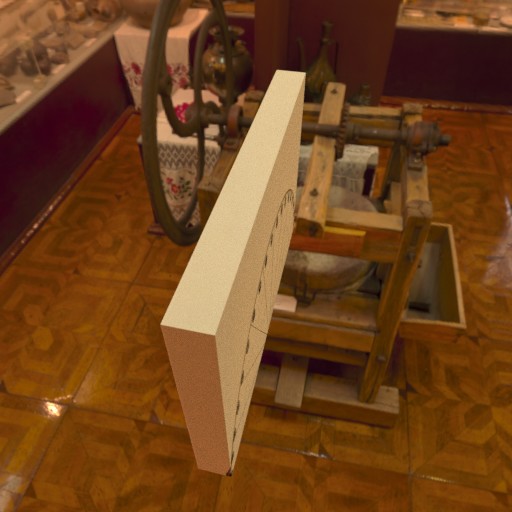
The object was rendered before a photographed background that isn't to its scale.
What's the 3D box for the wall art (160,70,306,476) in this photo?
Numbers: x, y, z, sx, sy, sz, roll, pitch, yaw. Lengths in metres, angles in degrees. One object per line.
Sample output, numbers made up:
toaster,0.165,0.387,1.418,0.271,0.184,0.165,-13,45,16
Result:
wall art,0.000,0.000,0.495,0.039,0.254,0.384,10,47,9
